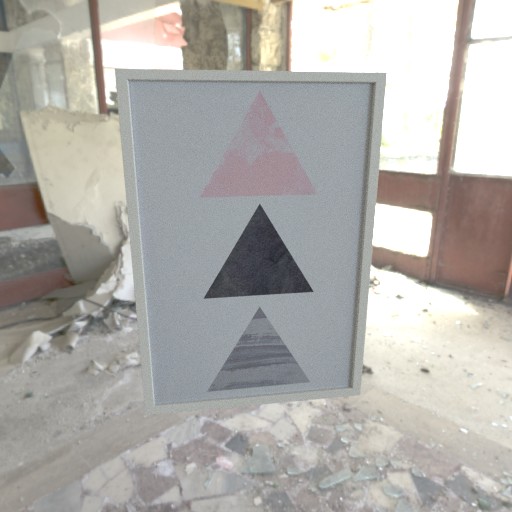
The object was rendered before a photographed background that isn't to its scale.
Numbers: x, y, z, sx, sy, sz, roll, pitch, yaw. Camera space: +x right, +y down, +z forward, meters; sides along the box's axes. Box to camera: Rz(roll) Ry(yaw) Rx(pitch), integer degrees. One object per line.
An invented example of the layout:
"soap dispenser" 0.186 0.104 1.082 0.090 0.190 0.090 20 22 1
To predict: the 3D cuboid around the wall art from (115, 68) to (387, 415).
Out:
"wall art" 0.000 0.000 0.560 0.303 0.433 0.013 -3 18 -8
